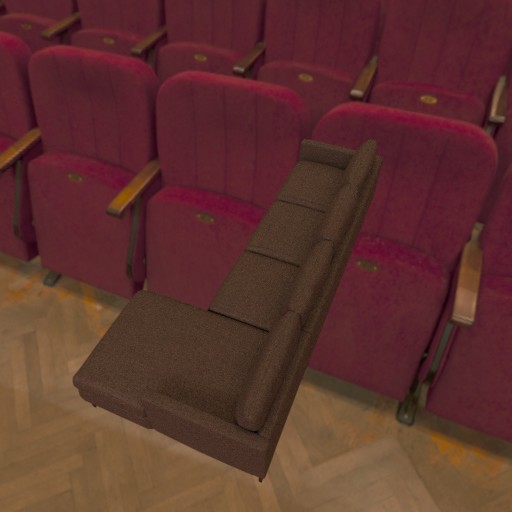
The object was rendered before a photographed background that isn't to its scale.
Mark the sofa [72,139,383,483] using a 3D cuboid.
[{"bbox_3d":[0.000,0.000,3.886,1.483,0.892,3.221,18,50,15],"label":"sofa"}]
